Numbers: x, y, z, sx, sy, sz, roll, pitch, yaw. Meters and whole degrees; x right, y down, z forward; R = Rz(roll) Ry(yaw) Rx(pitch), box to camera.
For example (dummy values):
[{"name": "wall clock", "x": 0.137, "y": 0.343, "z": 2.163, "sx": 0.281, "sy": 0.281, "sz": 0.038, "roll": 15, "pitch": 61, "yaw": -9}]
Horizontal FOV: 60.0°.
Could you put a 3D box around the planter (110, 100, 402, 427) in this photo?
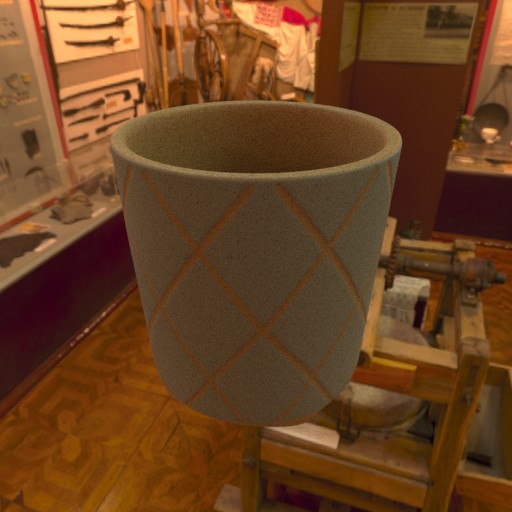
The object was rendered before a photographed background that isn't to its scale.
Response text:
[{"name": "planter", "x": 0.000, "y": 0.000, "z": 0.349, "sx": 0.191, "sy": 0.200, "sz": 0.191, "roll": 0, "pitch": 30, "yaw": 0}]
